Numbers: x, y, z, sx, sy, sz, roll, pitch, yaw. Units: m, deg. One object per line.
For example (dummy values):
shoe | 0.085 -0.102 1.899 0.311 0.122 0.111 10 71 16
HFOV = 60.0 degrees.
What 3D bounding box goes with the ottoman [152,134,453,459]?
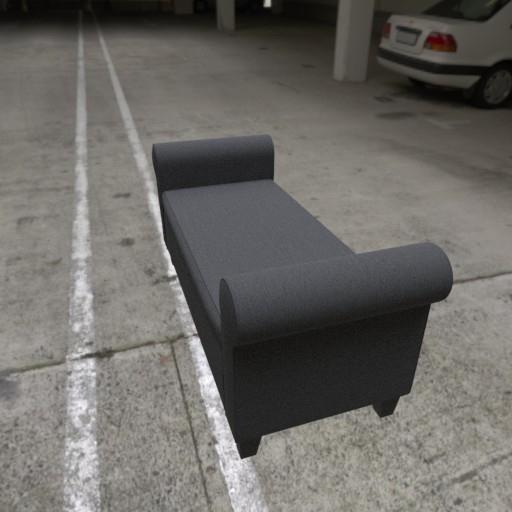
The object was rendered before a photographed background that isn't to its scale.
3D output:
ottoman | 0.000 0.000 1.537 0.521 0.547 1.256 -9 30 -16
